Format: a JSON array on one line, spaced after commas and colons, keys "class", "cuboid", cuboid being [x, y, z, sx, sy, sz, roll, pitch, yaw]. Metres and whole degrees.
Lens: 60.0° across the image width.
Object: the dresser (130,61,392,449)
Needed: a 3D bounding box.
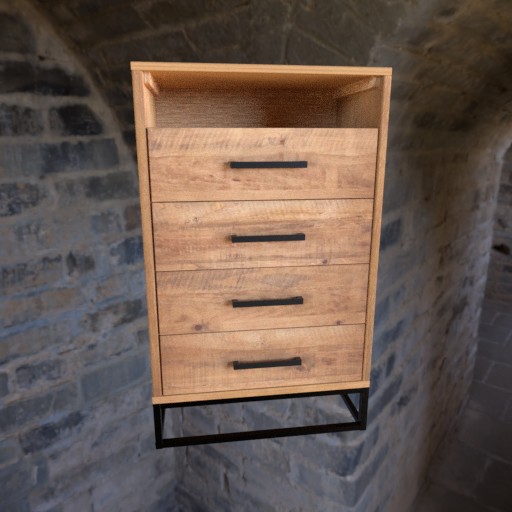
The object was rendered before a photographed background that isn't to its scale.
[{"class": "dresser", "cuboid": [0.000, 0.000, 1.626, 0.761, 1.240, 0.479, -2, 15, -8]}]
